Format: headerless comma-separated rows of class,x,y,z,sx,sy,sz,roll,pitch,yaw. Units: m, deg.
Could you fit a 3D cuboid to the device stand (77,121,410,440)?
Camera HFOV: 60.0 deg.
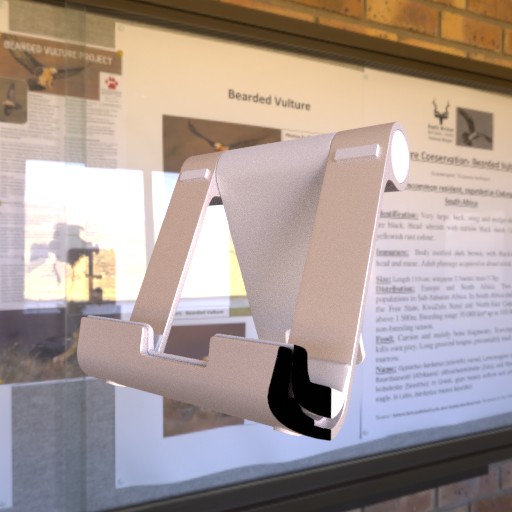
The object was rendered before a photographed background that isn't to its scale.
device stand,0.000,0.000,0.150,0.086,0.084,0.079,0,1,36
